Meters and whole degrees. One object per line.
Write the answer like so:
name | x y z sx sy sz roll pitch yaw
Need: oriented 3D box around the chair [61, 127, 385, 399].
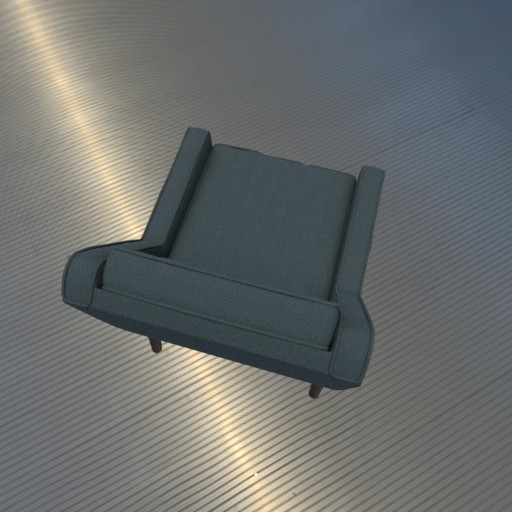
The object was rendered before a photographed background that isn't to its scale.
chair | 0.000 0.000 1.339 0.663 0.780 0.733 14 65 7
